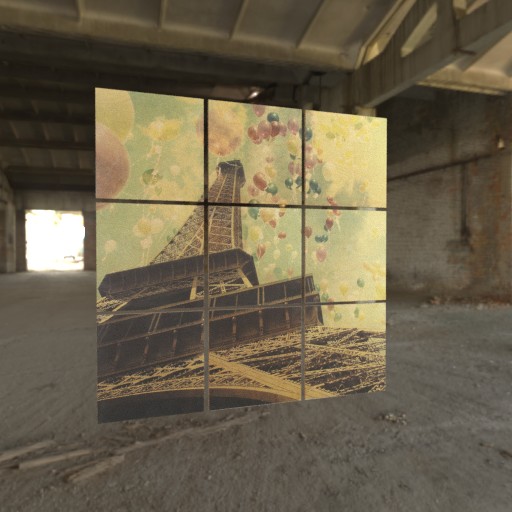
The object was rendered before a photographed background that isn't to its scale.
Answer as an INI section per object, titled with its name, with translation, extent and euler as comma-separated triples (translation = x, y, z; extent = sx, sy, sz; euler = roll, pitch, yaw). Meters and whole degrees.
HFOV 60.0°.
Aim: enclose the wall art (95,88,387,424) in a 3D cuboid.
[wall art]
translation = 0.000, 0.000, 1.799
extent = 1.219, 1.218, 0.013
euler = 0, 1, -18
